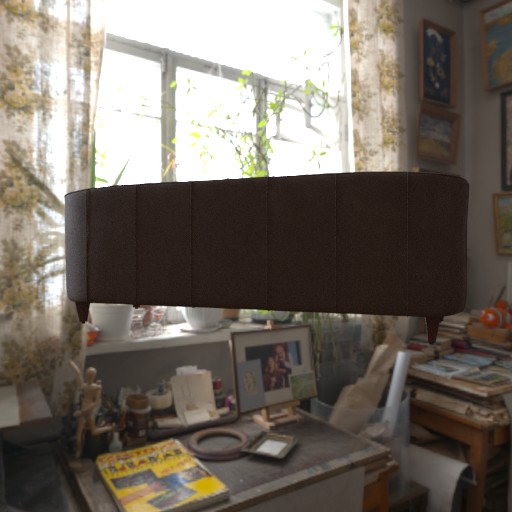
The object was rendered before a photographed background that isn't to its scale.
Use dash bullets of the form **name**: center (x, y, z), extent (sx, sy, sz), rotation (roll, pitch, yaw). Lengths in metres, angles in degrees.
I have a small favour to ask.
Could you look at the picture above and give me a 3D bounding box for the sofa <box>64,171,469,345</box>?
- **sofa**: center (0.000, 0.000, 2.614), extent (2.227, 0.787, 0.927), rotation (0, 1, 18)
